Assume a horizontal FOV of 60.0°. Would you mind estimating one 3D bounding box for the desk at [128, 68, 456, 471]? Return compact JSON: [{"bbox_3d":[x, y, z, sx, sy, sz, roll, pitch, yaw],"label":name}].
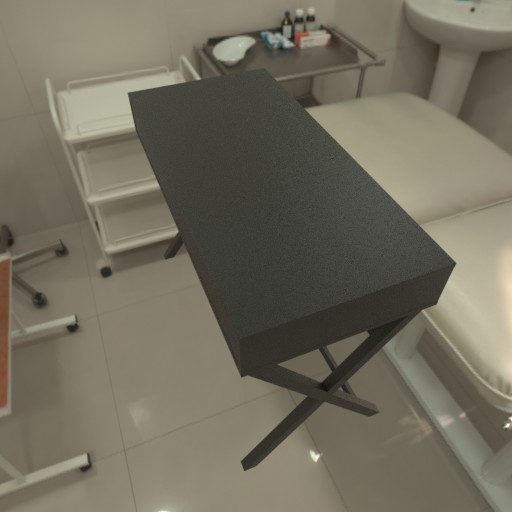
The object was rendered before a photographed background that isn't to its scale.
[{"bbox_3d":[0.000,0.000,1.513,0.504,0.780,1.057,-17,49,-15],"label":"desk"}]
